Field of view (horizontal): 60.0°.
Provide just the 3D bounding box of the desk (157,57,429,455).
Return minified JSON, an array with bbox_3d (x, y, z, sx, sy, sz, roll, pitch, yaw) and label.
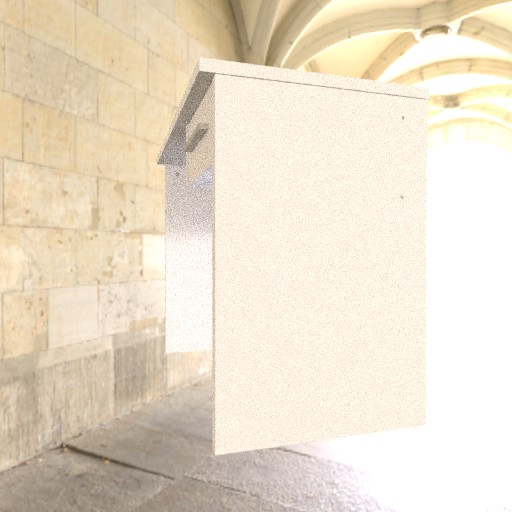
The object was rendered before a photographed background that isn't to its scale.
[{"bbox_3d":[0.000,0.000,1.309,0.498,0.729,0.900,0,1,-17],"label":"desk"}]
